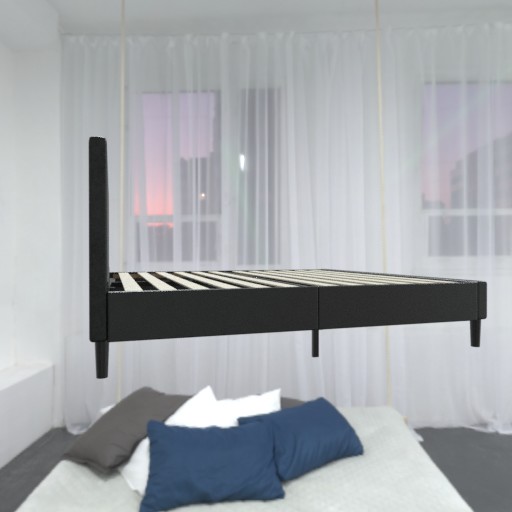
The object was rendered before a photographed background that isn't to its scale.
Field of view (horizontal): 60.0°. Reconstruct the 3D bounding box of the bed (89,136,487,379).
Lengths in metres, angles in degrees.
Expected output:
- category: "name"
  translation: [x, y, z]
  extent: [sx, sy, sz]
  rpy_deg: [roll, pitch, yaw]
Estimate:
- category: "bed"
  translation: [0.000, 0.000, 3.173]
  extent: [2.152, 1.046, 2.018]
  rpy_deg: [0, 1, -18]
